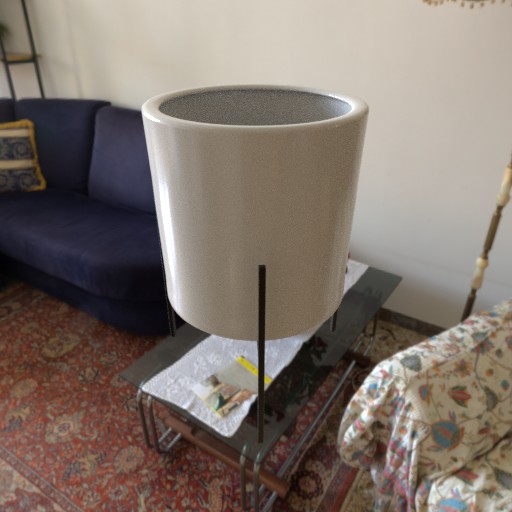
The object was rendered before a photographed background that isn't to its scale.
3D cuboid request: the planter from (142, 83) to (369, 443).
[{"bbox_3d":[0.000,0.000,0.649,0.307,0.431,0.308,-1,30,-2],"label":"planter"}]
